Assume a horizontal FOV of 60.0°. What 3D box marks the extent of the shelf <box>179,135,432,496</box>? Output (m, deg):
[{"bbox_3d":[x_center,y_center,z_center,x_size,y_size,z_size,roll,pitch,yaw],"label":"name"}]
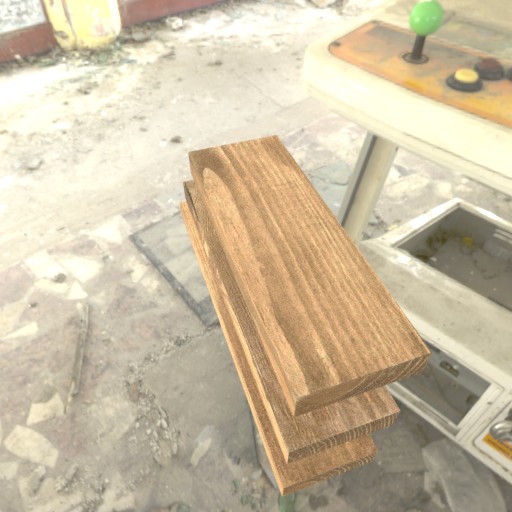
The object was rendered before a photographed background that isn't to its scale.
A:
[{"bbox_3d":[0.000,0.000,0.707,0.140,0.293,0.610,-14,48,-13],"label":"shelf"}]
